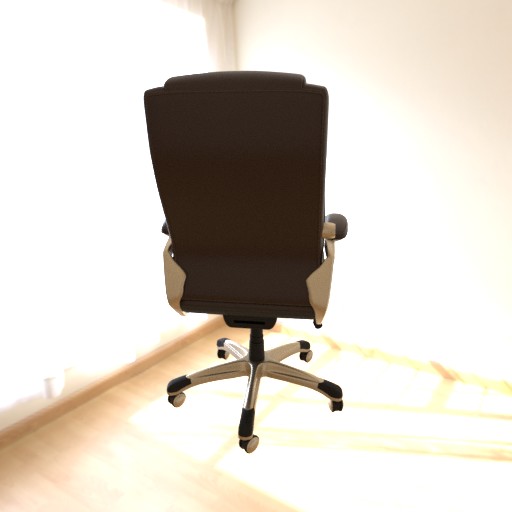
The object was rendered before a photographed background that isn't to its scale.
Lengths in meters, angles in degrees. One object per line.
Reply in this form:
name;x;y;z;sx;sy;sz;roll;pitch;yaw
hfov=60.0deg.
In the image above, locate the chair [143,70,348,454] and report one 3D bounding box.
chair;0.000;0.000;1.645;0.692;1.194;0.749;2;15;8
